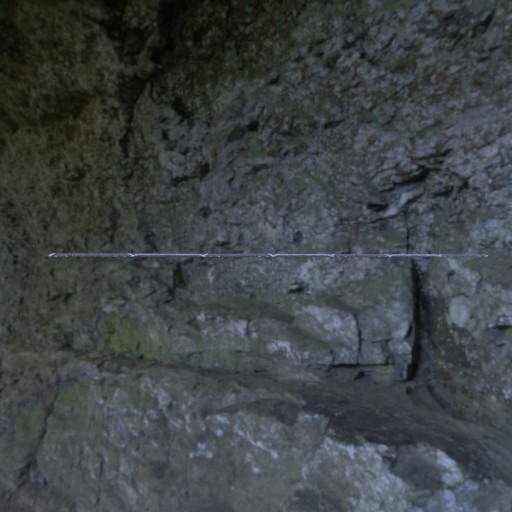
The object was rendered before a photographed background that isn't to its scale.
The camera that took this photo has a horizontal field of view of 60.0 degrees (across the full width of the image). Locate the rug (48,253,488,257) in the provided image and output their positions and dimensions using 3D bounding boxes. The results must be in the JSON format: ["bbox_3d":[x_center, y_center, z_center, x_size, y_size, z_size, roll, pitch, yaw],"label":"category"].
[{"bbox_3d":[0.000,0.000,2.334,1.836,0.012,1.239,0,0,-17],"label":"rug"}]
